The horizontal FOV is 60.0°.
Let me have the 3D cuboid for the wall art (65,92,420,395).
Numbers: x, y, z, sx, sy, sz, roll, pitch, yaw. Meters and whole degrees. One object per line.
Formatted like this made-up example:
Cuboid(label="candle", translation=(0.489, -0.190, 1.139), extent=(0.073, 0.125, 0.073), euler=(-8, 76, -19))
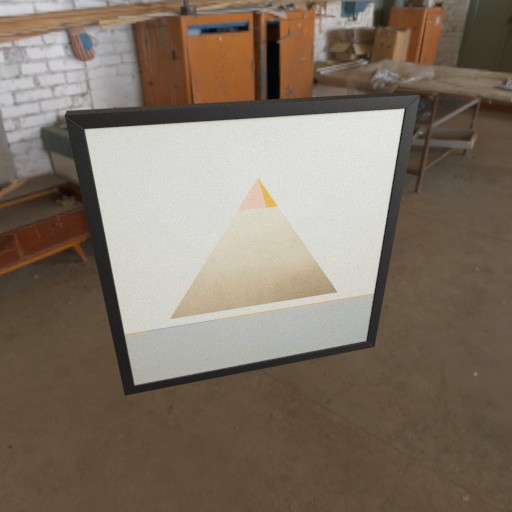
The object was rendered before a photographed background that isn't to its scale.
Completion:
Cuboid(label="wall art", translation=(0.000, 0.000, 0.764), extent=(0.513, 0.511, 0.028), euler=(-8, 31, -13))
